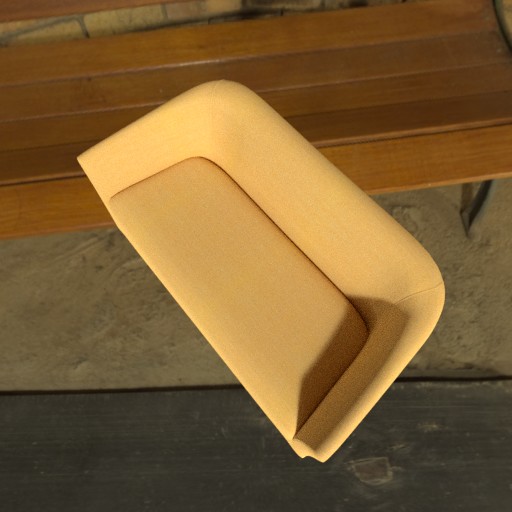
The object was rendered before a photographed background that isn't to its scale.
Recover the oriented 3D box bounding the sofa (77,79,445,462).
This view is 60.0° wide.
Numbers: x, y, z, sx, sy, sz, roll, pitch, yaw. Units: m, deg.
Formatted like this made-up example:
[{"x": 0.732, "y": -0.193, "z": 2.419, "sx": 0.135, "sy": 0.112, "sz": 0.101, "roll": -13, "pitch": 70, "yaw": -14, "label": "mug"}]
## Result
[{"x": 0.000, "y": 0.000, "z": 1.834, "sx": 0.705, "sy": 0.721, "sz": 1.452, "roll": -37, "pitch": 70, "yaw": -16, "label": "sofa"}]
